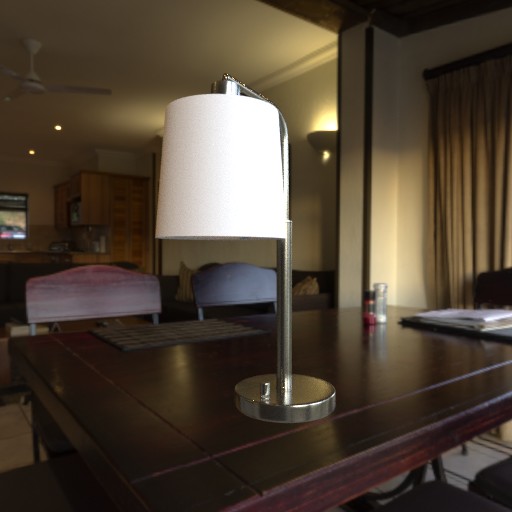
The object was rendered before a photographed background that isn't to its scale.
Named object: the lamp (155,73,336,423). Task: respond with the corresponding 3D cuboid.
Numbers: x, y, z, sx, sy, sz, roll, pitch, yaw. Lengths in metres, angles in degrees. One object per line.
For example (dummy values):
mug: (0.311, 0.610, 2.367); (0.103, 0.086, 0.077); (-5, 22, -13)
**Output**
lamp: (0.000, 0.000, 0.654); (0.171, 0.489, 0.333); (1, 1, 34)
